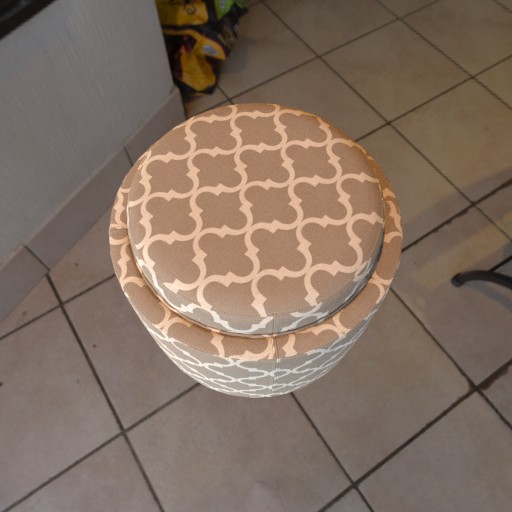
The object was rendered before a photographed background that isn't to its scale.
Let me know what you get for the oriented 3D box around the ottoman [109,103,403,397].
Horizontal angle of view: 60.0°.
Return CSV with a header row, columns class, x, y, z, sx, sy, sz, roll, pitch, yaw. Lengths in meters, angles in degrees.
class,x,y,z,sx,sy,sz,roll,pitch,yaw
ottoman,0.000,0.000,0.844,0.480,0.429,0.480,0,63,0
